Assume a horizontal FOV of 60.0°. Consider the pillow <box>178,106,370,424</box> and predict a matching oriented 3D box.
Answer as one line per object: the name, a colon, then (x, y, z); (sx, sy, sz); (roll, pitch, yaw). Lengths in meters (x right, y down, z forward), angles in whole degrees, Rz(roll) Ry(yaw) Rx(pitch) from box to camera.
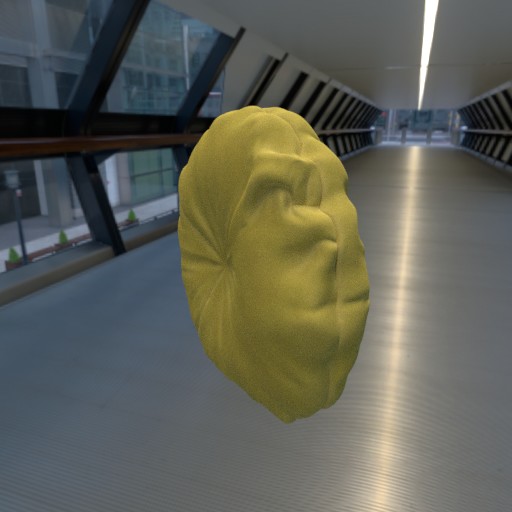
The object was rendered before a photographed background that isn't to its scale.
pillow: (0.000, 0.000, 0.636); (0.148, 0.407, 0.428); (-8, 19, -25)
